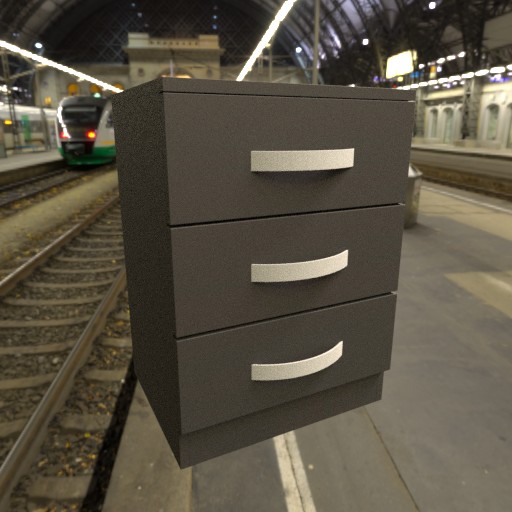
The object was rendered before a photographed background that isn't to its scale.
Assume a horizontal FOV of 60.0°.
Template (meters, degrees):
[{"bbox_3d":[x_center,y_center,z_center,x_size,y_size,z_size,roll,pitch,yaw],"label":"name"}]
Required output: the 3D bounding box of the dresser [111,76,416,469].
[{"bbox_3d":[0.000,0.000,0.805,0.400,0.560,0.360,-8,18,-26],"label":"dresser"}]
